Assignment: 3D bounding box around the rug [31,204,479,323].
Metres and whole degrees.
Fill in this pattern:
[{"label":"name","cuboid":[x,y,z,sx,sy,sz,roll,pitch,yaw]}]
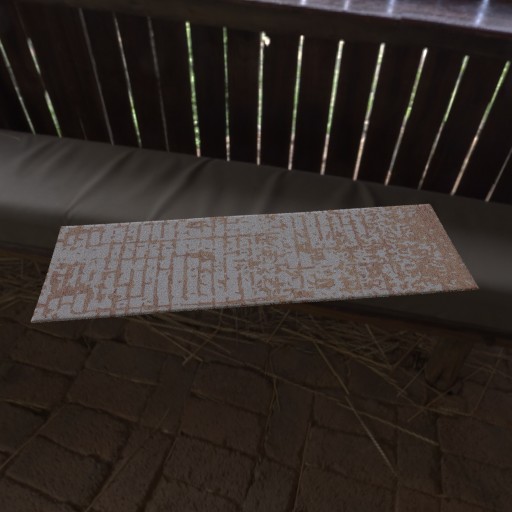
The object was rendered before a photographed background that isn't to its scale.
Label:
[{"label":"rug","cuboid":[0.000,0.000,2.658,2.435,0.011,0.750,-4,46,-4]}]
